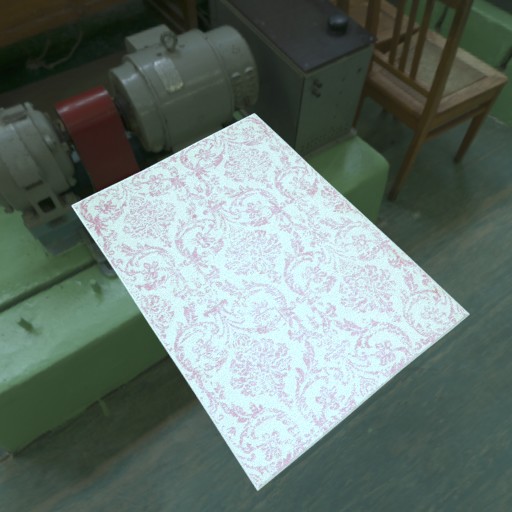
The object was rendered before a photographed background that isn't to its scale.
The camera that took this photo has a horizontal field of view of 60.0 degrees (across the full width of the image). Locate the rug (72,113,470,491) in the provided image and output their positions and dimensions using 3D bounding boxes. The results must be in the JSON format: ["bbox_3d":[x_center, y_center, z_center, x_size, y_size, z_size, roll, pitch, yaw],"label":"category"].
[{"bbox_3d":[0.000,0.000,2.894,1.598,0.014,2.202,-32,64,-18],"label":"rug"}]
